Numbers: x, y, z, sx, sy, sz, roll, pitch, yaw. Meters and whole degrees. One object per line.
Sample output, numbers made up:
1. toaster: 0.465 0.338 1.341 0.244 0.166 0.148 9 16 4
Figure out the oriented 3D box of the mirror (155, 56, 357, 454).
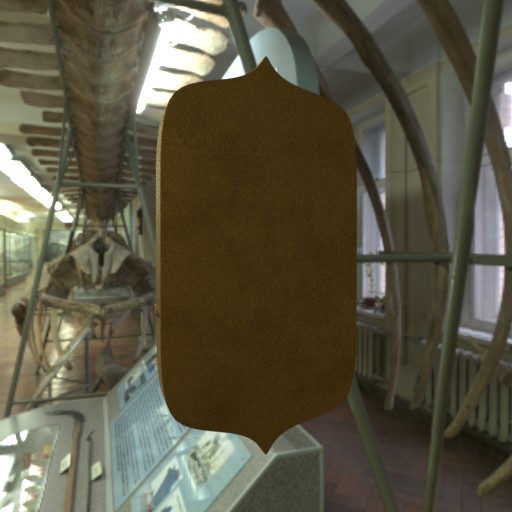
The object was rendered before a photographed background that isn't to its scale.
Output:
1. mirror: 0.000 0.000 0.726 0.323 0.613 0.096 0 1 -19
